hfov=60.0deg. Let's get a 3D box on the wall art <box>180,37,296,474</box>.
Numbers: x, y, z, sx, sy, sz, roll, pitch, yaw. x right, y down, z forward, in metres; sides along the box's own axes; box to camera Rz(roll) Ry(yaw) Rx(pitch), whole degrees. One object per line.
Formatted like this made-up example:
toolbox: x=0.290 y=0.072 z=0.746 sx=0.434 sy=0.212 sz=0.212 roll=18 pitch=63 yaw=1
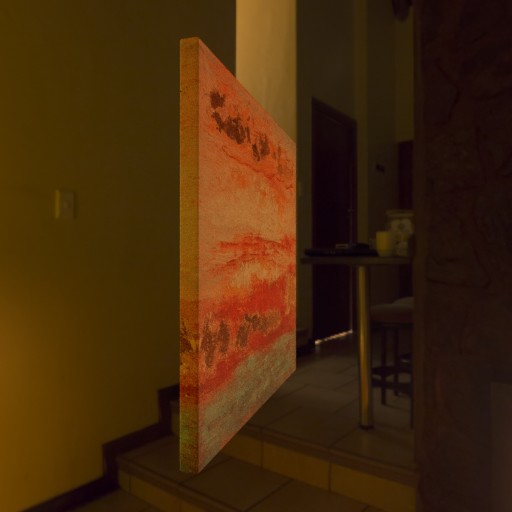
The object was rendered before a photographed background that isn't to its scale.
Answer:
wall art: x=0.000 y=0.000 z=1.113 sx=0.035 sy=0.747 sz=0.747 roll=0 pitch=0 yaw=18
